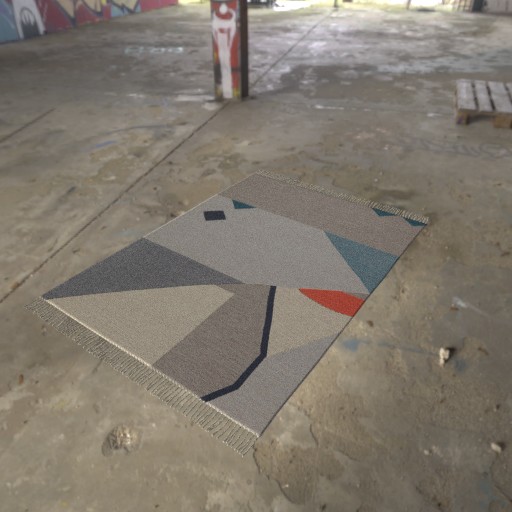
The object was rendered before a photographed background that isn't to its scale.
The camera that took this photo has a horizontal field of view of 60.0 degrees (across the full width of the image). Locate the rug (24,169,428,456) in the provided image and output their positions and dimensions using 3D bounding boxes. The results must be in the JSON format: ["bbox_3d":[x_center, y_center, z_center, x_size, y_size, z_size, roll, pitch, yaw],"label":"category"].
[{"bbox_3d":[0.000,0.000,2.266,1.220,0.005,1.828,22,40,29],"label":"rug"}]
